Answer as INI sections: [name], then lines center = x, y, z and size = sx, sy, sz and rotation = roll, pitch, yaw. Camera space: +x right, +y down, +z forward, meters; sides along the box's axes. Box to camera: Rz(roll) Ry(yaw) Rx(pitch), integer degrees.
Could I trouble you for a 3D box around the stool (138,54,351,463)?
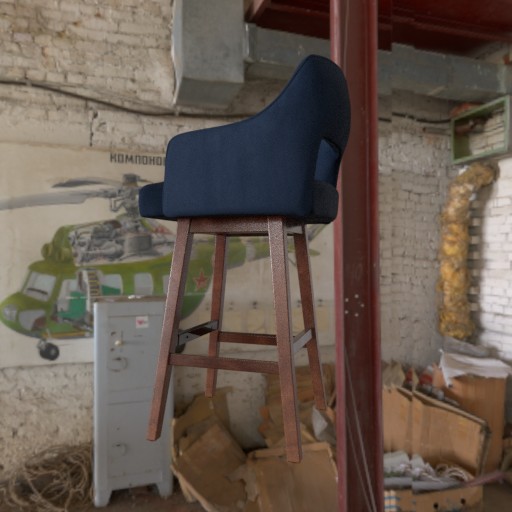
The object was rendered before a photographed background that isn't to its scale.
[stool]
center = 0.000, 0.000, 1.364
size = 0.560, 1.041, 0.550
rotation = 0, 1, 18
